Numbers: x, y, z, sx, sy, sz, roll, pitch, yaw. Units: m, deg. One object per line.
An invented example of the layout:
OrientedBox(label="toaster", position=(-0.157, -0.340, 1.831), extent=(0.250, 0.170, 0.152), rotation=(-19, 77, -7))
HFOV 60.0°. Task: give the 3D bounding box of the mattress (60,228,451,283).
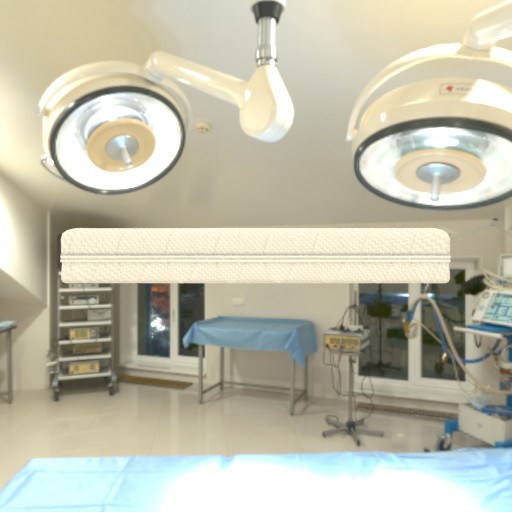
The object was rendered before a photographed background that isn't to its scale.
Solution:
OrientedBox(label="mattress", position=(0.000, 0.000, 2.571), extent=(1.400, 0.200, 2.000), rotation=(0, 0, 0))
